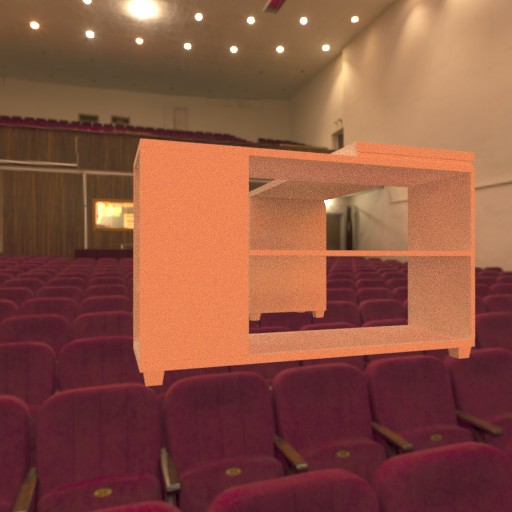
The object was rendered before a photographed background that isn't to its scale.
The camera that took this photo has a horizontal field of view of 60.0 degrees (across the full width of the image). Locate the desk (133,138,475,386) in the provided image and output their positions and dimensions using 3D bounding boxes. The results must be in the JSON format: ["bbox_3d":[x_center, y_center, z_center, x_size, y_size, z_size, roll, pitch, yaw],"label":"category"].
[{"bbox_3d":[0.000,0.000,2.172,1.199,0.759,1.524,0,0,-18],"label":"desk"}]
